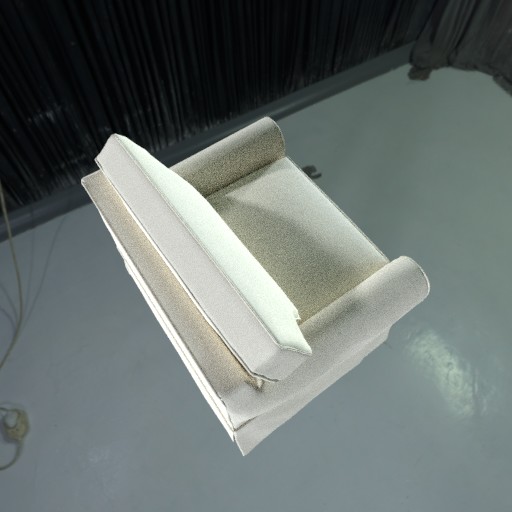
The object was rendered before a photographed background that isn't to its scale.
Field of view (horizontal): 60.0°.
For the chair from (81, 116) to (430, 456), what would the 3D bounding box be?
[{"bbox_3d":[0.000,0.000,1.817,0.904,0.958,1.099,-31,64,-17],"label":"chair"}]
